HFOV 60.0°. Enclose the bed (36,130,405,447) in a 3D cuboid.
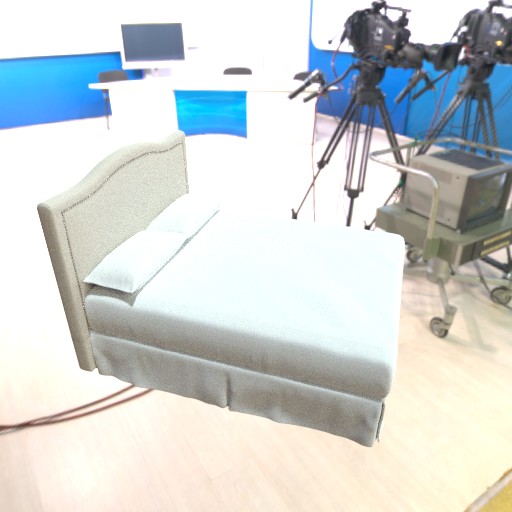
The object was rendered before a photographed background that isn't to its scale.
[{"bbox_3d":[0.000,0.000,3.302,2.143,1.460,1.753,9,31,16],"label":"bed"}]
